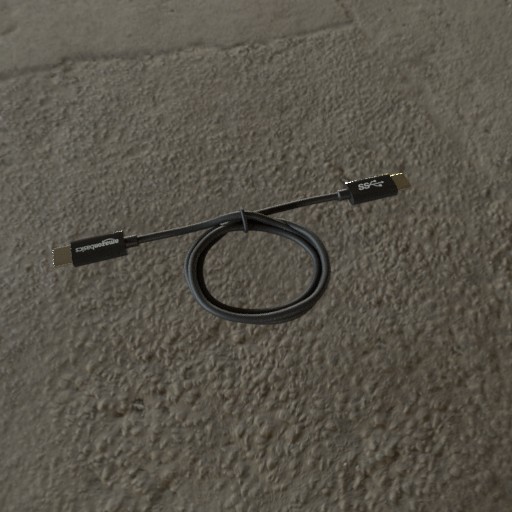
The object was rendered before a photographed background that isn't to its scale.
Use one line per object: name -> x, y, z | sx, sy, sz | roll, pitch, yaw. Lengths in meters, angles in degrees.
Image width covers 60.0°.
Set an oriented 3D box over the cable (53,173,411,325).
cable -> 0.000, 0.000, 0.210 | 0.186, 0.014, 0.070 | -14, 58, -9
